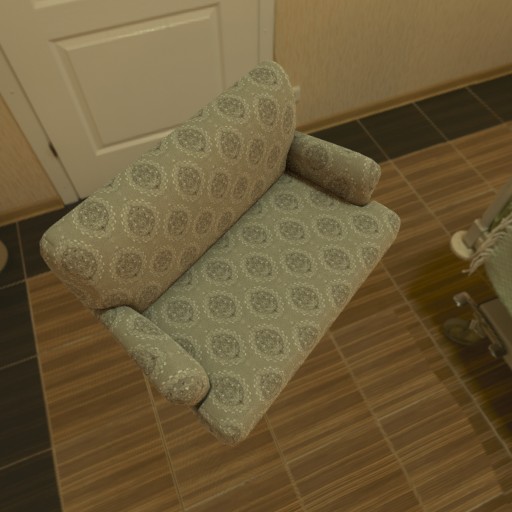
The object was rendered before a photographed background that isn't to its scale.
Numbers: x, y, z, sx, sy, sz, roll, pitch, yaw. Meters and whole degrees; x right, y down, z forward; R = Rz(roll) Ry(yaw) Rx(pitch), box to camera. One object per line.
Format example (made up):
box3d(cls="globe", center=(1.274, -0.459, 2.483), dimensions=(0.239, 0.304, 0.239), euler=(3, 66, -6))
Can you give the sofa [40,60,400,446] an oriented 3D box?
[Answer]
box3d(cls="sofa", center=(0.000, 0.000, 1.811), dimensions=(0.779, 0.889, 1.297), euler=(34, 64, 19))
